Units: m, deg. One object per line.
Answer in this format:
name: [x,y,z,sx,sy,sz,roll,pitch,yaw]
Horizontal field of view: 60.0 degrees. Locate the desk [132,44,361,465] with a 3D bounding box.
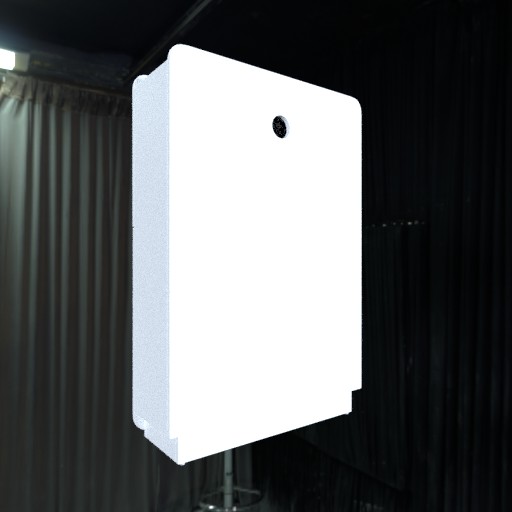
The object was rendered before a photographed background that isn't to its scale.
desk: [0.000,0.000,1.565,0.795,1.190,0.278,0,0,-36]
